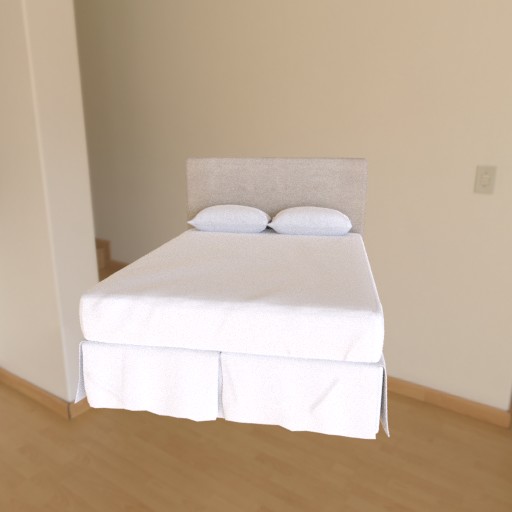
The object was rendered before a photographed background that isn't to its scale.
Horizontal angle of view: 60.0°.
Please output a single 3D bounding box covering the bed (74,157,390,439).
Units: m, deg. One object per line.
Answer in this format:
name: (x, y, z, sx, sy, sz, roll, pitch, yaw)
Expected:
bed: (0.000, 0.000, 3.181, 1.713, 1.330, 2.162, 2, 14, 10)
